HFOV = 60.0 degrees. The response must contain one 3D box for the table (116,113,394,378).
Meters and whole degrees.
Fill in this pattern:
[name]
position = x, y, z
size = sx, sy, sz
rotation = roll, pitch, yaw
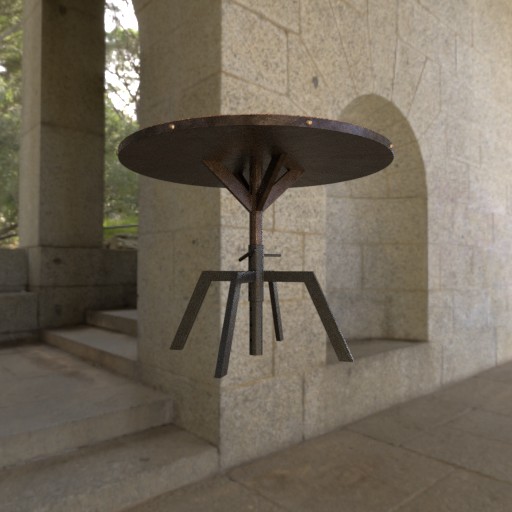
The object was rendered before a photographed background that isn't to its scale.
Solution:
[table]
position = 0.000, 0.000, 1.482
size = 0.885, 0.658, 0.885
rotation = 0, -1, 0
